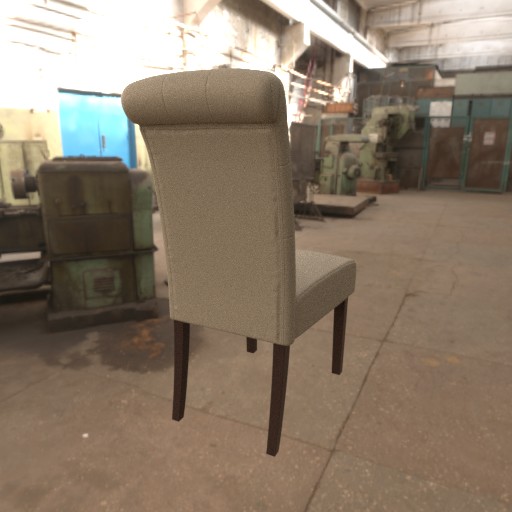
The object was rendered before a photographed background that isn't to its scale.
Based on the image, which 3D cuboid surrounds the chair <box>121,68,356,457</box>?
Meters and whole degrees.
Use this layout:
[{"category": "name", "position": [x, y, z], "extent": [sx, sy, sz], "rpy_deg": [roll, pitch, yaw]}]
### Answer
[{"category": "chair", "position": [0.000, 0.000, 1.378], "extent": [0.456, 1.006, 0.671], "rpy_deg": [8, 17, 27]}]
